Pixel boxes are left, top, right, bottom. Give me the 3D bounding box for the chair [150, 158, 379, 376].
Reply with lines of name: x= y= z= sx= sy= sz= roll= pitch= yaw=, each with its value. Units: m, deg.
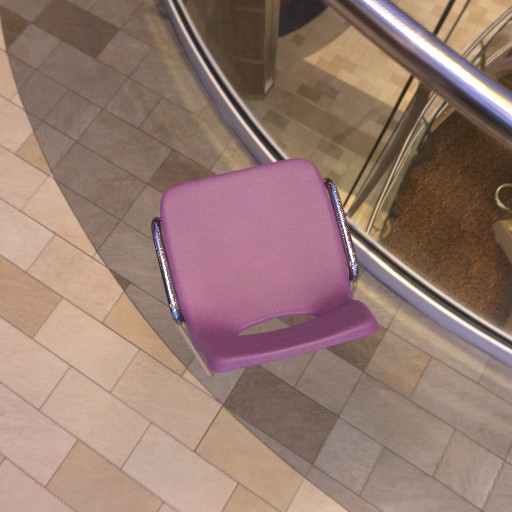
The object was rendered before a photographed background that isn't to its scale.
chair: x=0.000 y=0.000 z=0.895 sx=0.381 sy=0.654 sz=0.432 roll=-13 pitch=75 yaw=-4
